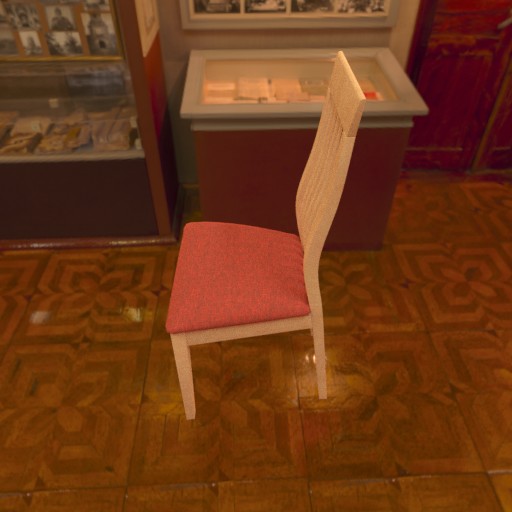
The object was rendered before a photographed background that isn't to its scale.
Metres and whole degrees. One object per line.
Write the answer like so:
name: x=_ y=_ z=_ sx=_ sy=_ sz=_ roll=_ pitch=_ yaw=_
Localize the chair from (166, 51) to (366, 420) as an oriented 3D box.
chair: x=0.000 y=0.000 z=1.270 sx=0.474 sy=1.027 sz=0.460 roll=0 pitch=41 yaw=0
